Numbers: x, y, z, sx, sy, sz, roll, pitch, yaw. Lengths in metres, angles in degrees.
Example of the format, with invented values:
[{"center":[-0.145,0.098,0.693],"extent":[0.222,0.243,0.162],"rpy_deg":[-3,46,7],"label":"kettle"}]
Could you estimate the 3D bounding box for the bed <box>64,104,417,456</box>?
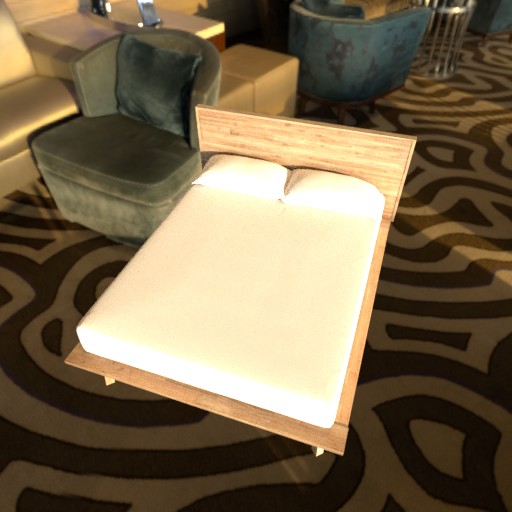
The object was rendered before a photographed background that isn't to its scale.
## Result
[{"center":[0.000,0.000,3.082],"extent":[1.759,1.071,2.145],"rpy_deg":[13,44,14],"label":"bed"}]
